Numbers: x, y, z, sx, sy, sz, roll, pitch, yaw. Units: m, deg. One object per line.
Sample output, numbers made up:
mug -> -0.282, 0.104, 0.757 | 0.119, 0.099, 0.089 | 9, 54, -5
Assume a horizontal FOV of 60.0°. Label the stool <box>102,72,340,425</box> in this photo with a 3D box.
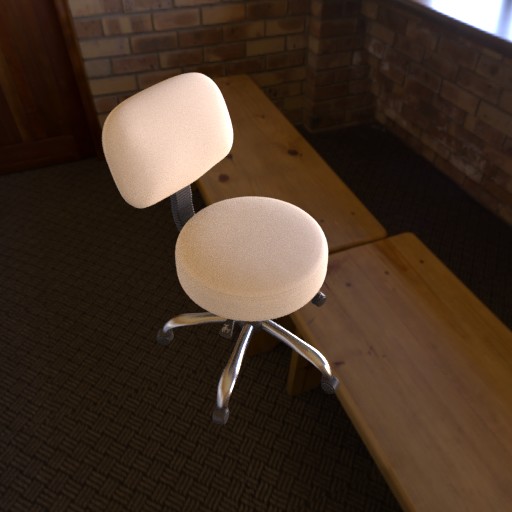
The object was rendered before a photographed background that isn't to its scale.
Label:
stool -> 0.000, 0.000, 1.218 | 0.616, 0.810, 0.609 | 27, 50, 26
